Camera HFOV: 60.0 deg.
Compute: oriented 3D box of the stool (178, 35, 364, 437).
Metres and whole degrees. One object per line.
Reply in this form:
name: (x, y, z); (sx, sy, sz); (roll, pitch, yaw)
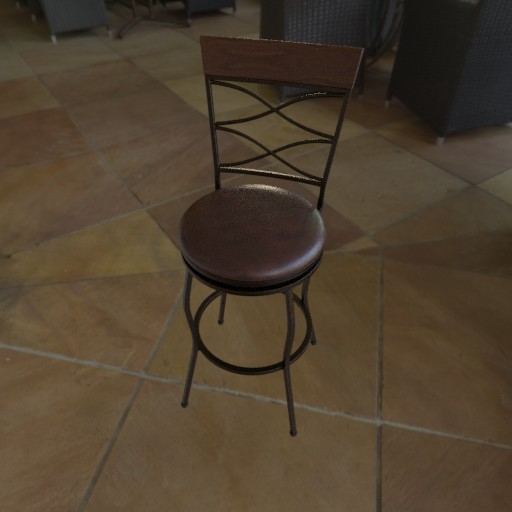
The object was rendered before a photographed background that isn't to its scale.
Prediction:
stool: (0.000, 0.000, 1.385); (0.448, 1.130, 0.513); (10, 42, 12)
